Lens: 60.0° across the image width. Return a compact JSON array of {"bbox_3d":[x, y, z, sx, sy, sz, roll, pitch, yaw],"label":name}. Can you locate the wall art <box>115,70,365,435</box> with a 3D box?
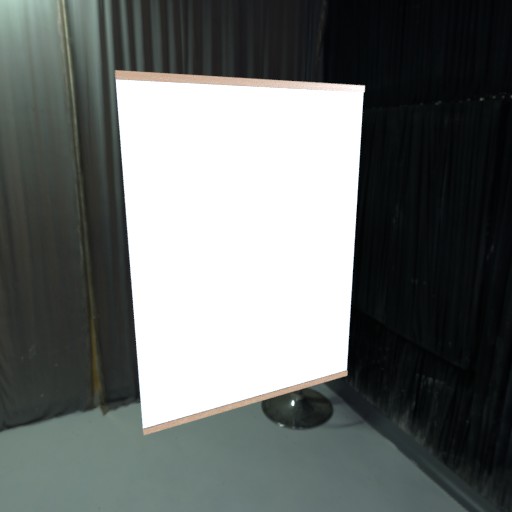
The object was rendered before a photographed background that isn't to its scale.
[{"bbox_3d":[0.000,0.000,1.364,0.758,1.016,0.013,-8,17,-26],"label":"wall art"}]
